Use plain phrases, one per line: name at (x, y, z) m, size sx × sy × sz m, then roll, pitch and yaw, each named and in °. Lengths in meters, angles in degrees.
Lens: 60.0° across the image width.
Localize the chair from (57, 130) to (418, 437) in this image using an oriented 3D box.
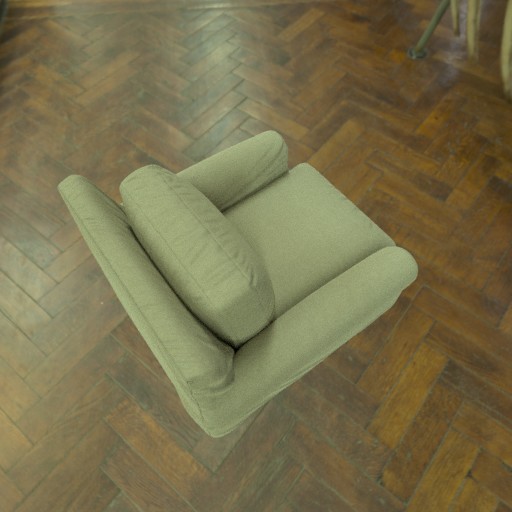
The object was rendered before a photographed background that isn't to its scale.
chair at (0.000, 0.000, 1.754) m, size 1.066 × 0.866 × 0.940 m, roll -32°, pitch 63°, yaw -19°
